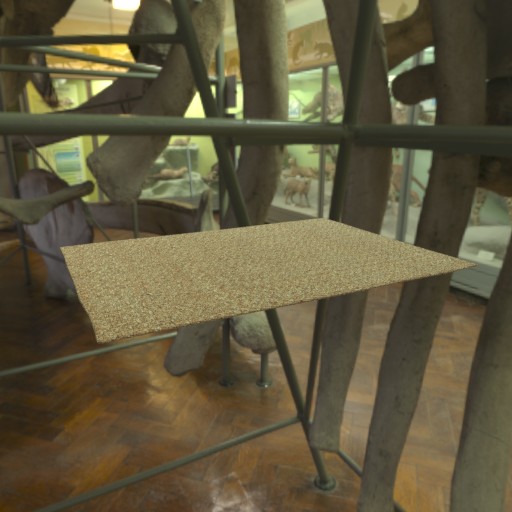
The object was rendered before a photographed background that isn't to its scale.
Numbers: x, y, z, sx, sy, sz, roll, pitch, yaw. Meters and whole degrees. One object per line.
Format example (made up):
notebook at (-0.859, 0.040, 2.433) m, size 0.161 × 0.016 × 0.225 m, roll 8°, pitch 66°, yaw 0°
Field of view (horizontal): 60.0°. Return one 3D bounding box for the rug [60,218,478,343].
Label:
rug at (0.000, 0.000, 2.767) m, size 2.141 × 0.013 × 1.566 m, roll -8°, pitch 18°, yaw -27°
